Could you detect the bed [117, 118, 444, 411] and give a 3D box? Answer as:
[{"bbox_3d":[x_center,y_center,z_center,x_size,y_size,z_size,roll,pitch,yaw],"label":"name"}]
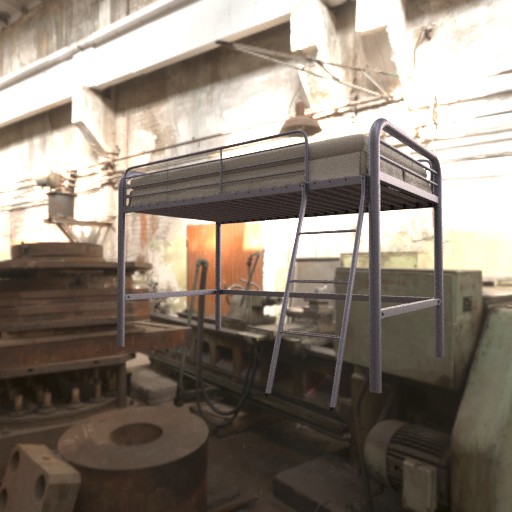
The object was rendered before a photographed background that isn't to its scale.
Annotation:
[{"bbox_3d":[0.000,0.000,2.894,1.965,1.288,1.415,-1,-2,38],"label":"bed"}]
